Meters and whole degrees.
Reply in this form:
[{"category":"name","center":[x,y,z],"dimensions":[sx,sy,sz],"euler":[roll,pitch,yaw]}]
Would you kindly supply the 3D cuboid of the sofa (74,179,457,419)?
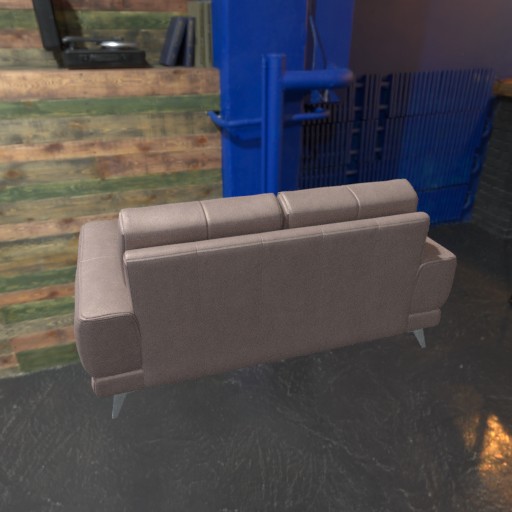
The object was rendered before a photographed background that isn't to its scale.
[{"category":"sofa","center":[0.000,0.000,2.372],"dimensions":[1.806,0.907,1.018],"euler":[-8,28,-16]}]
